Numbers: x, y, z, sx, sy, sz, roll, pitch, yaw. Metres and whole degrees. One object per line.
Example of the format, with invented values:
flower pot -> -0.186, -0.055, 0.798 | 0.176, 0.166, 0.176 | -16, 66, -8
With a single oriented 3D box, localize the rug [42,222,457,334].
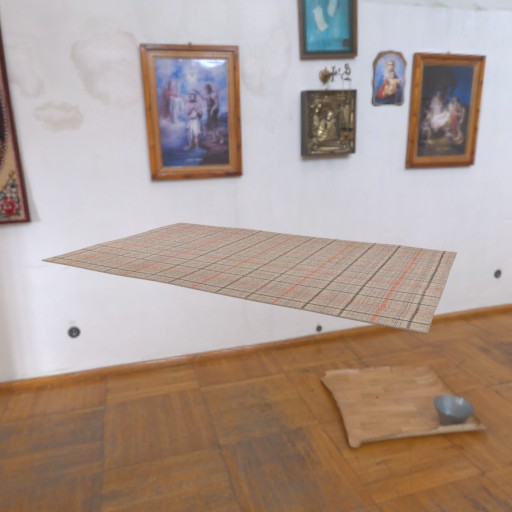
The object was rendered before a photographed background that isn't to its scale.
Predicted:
rug -> 0.000, 0.000, 3.061 | 2.439, 0.015, 1.524 | 8, 17, 27
